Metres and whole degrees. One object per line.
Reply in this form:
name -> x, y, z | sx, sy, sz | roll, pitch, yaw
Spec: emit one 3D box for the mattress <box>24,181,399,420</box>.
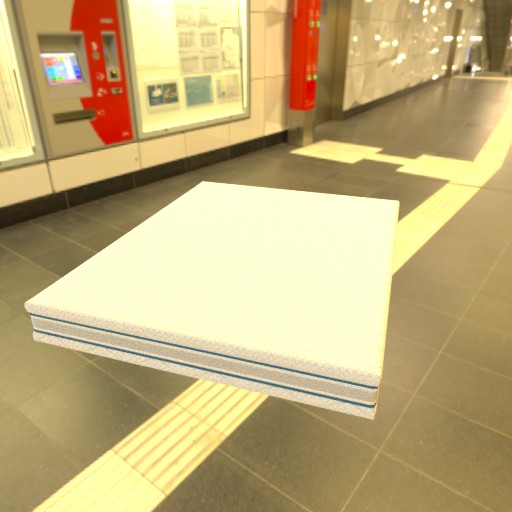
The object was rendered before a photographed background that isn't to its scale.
mattress -> 0.000, 0.000, 2.712 | 1.600, 0.230, 2.000 | 8, 28, 16
